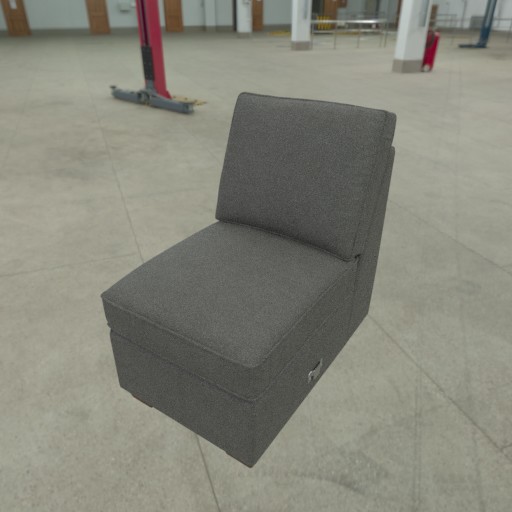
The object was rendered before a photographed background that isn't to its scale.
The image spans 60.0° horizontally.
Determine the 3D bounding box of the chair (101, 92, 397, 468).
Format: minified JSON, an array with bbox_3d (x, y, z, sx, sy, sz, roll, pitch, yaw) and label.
[{"bbox_3d":[0.000,0.000,1.571,0.621,0.970,0.938,19,35,29],"label":"chair"}]
